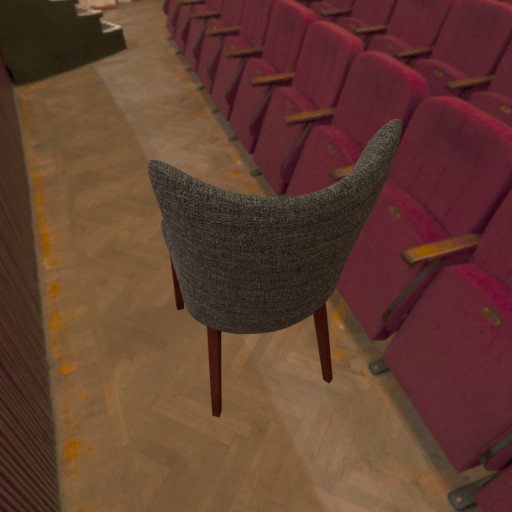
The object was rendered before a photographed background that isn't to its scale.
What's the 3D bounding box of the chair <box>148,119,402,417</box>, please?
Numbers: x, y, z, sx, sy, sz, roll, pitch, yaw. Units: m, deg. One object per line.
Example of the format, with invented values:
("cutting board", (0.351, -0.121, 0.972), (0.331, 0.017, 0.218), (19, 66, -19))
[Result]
("chair", (0.000, 0.000, 1.298), (0.535, 0.924, 0.623), (-13, 44, -14))
